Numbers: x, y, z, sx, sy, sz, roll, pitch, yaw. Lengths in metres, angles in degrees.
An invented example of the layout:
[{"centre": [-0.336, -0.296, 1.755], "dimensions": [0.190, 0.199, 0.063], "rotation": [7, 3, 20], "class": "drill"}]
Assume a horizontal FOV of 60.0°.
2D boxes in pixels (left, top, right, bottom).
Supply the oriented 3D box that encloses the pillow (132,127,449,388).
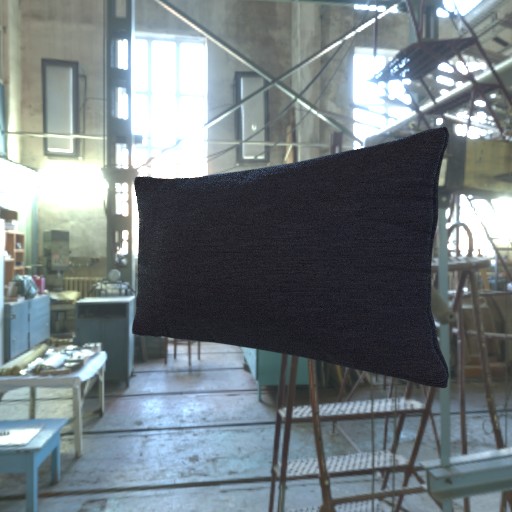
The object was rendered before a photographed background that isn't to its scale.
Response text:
[{"centre": [0.000, 0.000, 0.765], "dimensions": [0.633, 0.338, 0.210], "rotation": [0, 0, 37], "class": "pillow"}]
